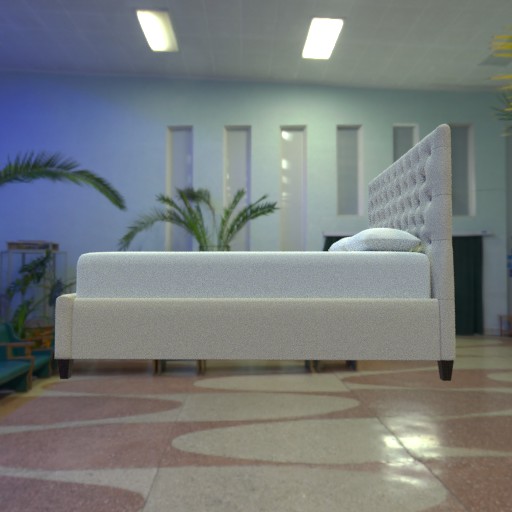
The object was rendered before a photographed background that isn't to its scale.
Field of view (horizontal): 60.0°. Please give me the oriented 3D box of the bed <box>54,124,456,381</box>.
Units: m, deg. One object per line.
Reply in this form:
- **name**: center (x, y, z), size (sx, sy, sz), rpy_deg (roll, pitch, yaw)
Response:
- **bed**: center (0.000, 0.000, 3.296), size (2.233, 1.426, 1.696), rpy_deg (0, -2, 1)
